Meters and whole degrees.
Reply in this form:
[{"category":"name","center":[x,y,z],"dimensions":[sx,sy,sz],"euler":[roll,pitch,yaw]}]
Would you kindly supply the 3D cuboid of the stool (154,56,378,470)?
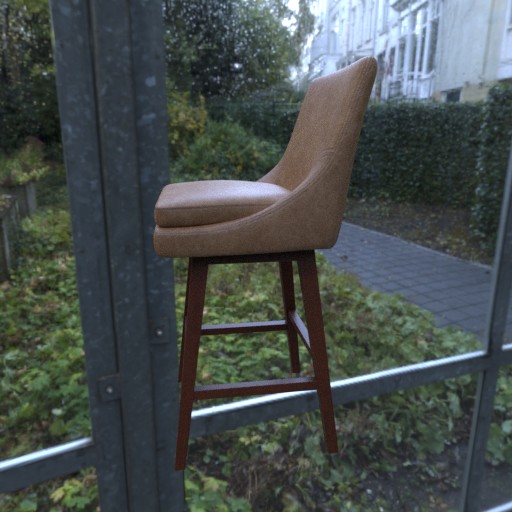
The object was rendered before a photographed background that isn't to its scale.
[{"category":"stool","center":[0.000,0.000,1.354],"dimensions":[0.572,1.079,0.487],"euler":[-2,15,-8]}]
